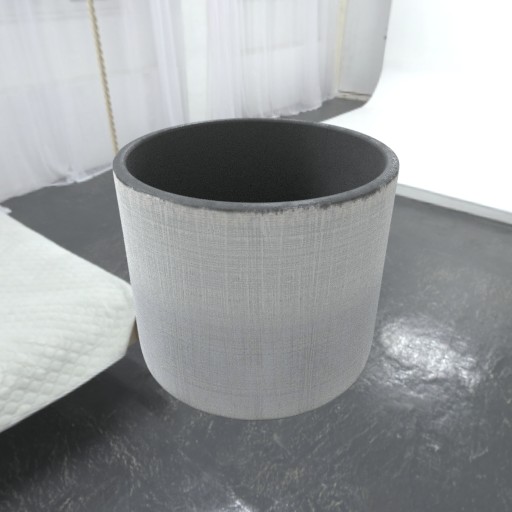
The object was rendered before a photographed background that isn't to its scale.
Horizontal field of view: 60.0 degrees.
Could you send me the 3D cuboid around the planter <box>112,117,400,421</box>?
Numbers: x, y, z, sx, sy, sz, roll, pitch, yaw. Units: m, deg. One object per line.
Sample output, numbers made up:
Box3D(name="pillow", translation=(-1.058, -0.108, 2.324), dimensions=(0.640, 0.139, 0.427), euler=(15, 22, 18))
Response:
Box3D(name="planter", translation=(0.000, 0.000, 0.453), dimensions=(0.254, 0.221, 0.254), euler=(0, 31, 0))
